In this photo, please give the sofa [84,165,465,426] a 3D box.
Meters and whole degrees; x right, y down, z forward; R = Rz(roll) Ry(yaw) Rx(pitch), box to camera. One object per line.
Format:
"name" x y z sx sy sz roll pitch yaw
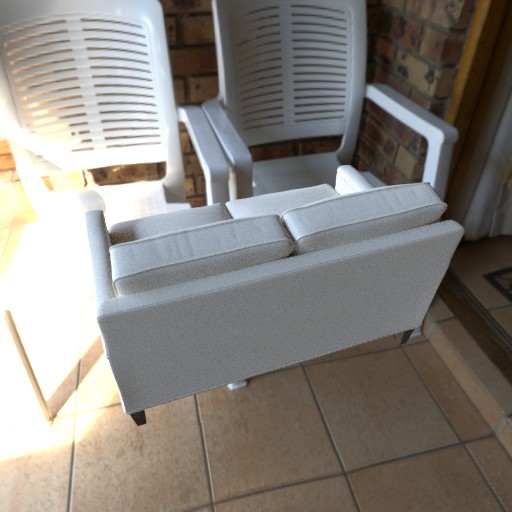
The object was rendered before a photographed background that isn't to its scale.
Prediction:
"sofa" 0.000 0.000 2.267 1.597 1.003 1.084 -13 41 -15
